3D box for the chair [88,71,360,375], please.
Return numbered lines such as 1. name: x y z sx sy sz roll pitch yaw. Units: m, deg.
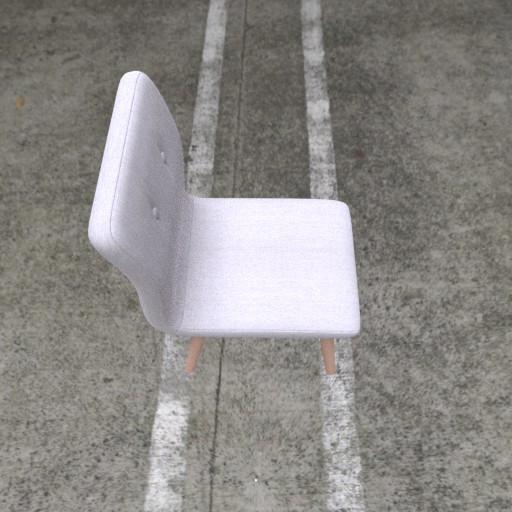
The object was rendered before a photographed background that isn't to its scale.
1. chair: 0.000 0.000 1.181 0.550 0.885 0.435 1 63 0
